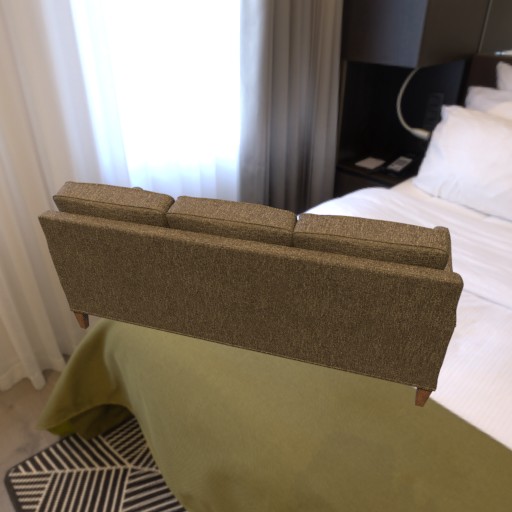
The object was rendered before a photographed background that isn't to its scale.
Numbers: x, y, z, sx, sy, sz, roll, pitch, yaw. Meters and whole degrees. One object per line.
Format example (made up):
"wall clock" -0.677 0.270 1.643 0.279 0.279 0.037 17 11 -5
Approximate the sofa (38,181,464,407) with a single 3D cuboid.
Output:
"sofa" 0.000 0.000 2.731 2.246 1.003 1.084 9 32 15
